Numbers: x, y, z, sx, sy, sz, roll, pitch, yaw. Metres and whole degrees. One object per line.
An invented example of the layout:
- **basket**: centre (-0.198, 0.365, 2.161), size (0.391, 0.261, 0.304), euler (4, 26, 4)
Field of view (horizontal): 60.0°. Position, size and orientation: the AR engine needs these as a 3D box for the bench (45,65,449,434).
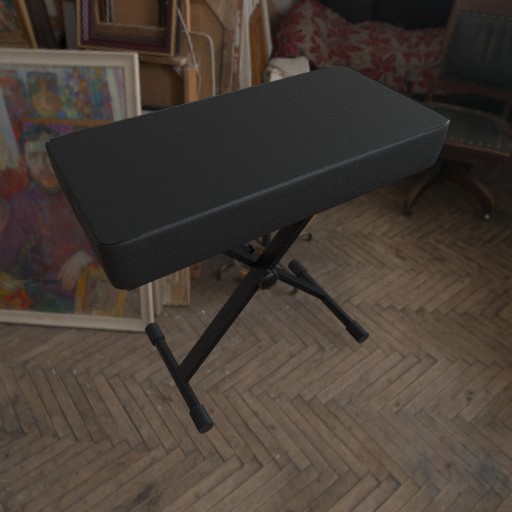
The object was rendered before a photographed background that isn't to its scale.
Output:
- **bench**: centre (0.000, 0.000, 0.903), size (0.600, 0.561, 0.300), euler (-23, 49, -22)
